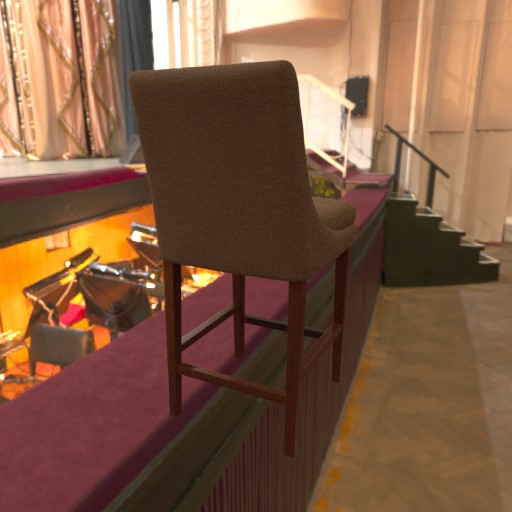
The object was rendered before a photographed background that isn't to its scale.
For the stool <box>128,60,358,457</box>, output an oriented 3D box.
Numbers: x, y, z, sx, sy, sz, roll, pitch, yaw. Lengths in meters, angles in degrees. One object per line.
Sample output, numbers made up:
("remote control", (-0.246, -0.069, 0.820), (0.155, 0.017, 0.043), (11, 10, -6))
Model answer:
("stool", (0.000, 0.000, 1.305), (0.470, 0.981, 0.577), (8, 18, 26))
